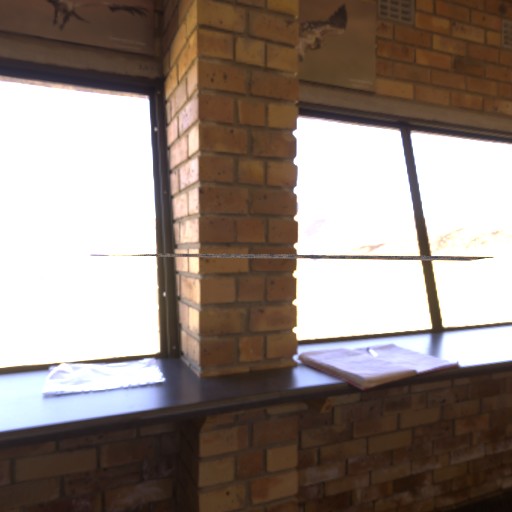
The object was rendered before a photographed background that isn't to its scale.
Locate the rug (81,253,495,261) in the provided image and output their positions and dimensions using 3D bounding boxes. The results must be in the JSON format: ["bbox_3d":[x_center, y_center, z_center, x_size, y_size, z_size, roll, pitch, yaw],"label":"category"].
[{"bbox_3d":[0.000,0.000,2.657,2.446,0.011,0.768,1,1,36],"label":"rug"}]
